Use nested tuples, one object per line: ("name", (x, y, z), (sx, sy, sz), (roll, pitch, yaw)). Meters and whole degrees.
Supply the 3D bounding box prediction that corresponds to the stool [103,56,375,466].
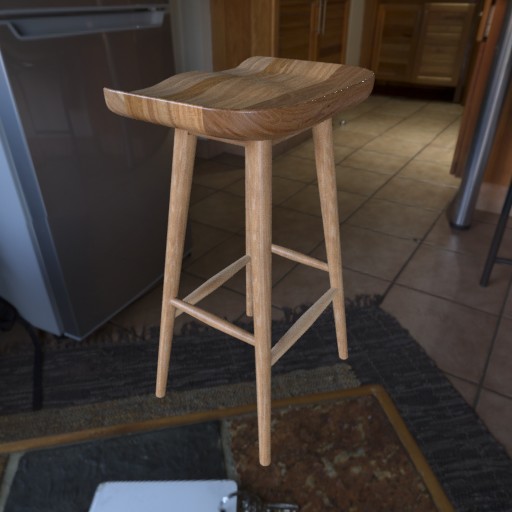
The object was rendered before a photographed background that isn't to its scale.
("stool", (0.000, 0.000, 0.919), (0.322, 0.698, 0.407), (20, 37, 29))
